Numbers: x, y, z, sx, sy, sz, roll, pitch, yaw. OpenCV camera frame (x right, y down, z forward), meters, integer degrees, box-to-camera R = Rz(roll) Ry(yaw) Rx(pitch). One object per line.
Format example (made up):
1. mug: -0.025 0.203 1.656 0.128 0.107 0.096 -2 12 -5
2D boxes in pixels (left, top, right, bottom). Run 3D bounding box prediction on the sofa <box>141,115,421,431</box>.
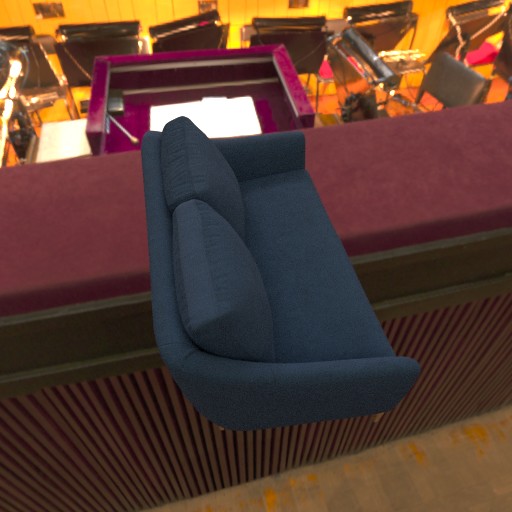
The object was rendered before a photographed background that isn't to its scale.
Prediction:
1. sofa: 0.000 0.000 2.202 0.960 0.902 1.619 -9 49 -8
